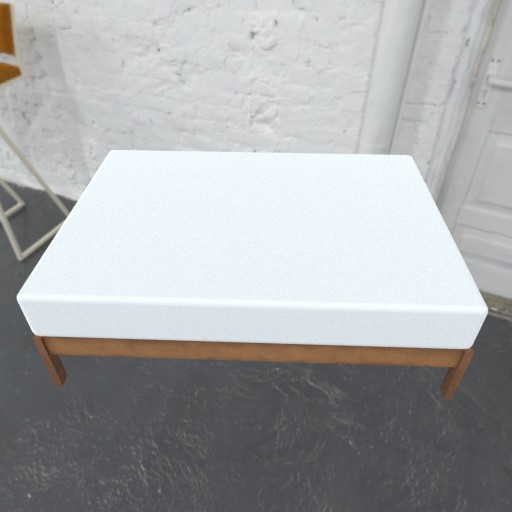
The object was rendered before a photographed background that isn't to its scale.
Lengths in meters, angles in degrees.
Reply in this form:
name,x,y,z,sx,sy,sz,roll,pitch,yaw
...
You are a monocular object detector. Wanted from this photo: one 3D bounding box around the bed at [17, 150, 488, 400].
name,x,y,z,sx,sy,sz,roll,pitch,yaw
bed,0.000,0.000,2.481,1.927,0.616,1.348,1,40,2
